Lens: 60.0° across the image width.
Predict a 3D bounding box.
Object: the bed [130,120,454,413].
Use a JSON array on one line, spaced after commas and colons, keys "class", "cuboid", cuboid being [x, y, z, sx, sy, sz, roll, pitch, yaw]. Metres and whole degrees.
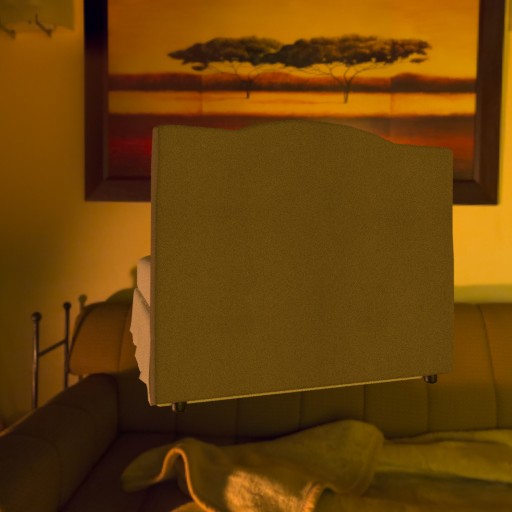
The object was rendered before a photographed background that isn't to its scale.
[{"class": "bed", "cuboid": [0.000, 0.000, 3.290, 1.744, 1.441, 2.128, 0, 1, -18]}]
